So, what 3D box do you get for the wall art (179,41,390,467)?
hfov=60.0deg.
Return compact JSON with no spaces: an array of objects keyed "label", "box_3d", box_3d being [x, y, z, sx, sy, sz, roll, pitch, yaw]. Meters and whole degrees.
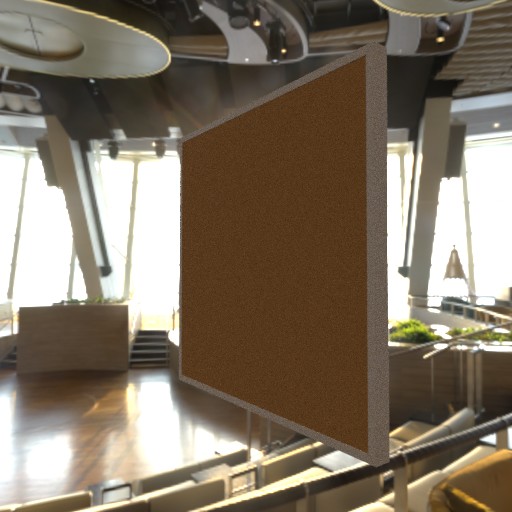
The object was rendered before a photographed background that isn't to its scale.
[{"label":"wall art","box_3d":[0.000,0.000,1.109,0.038,0.762,0.762,1,-2,-37]}]
